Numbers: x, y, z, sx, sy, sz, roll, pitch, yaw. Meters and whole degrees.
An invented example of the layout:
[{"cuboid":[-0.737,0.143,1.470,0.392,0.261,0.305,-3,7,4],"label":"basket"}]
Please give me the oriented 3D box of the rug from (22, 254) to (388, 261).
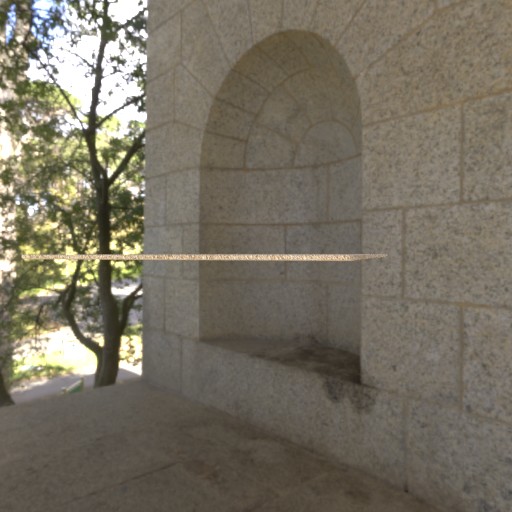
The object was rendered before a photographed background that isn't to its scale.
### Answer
[{"cuboid":[0.000,0.000,3.372,1.801,0.024,2.700,0,0,19],"label":"rug"}]
